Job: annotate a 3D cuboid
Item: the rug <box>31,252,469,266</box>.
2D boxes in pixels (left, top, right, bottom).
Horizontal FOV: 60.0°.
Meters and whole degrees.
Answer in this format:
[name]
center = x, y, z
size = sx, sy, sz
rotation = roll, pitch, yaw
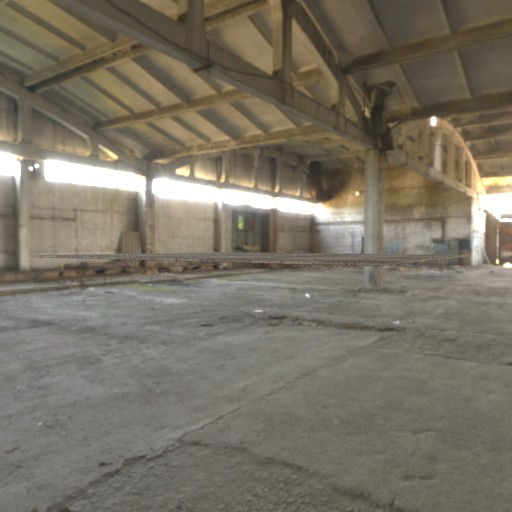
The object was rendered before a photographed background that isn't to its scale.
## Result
[rug]
center = 0.000, 0.000, 3.795
size = 2.959, 0.016, 2.317
rotation = 1, 2, 35
